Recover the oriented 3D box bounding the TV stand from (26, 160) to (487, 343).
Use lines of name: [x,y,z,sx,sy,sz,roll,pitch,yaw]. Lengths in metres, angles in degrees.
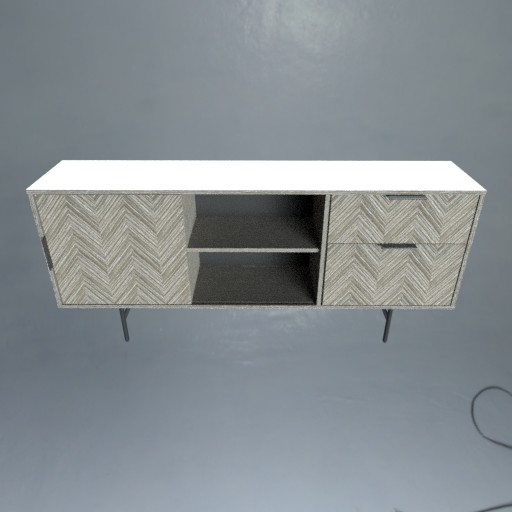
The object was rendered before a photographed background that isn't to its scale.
TV stand: [0.000,0.000,2.076,1.804,0.787,0.405,0,30,0]
